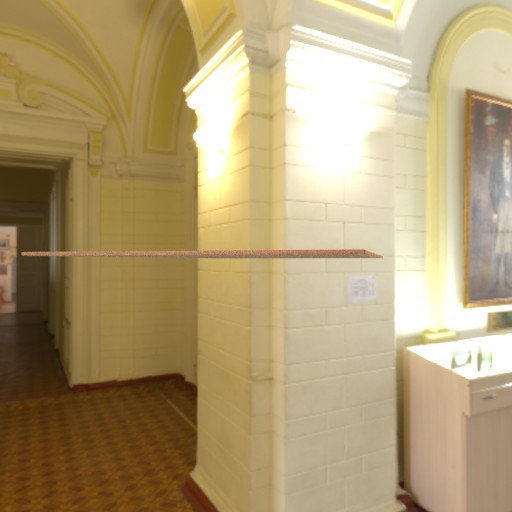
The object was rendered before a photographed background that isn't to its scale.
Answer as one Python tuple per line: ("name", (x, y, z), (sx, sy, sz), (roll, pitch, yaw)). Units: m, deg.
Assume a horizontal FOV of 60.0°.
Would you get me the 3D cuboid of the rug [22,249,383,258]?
("rug", (0.000, 0.000, 2.300), (1.219, 0.014, 1.829), (0, -1, 17))
